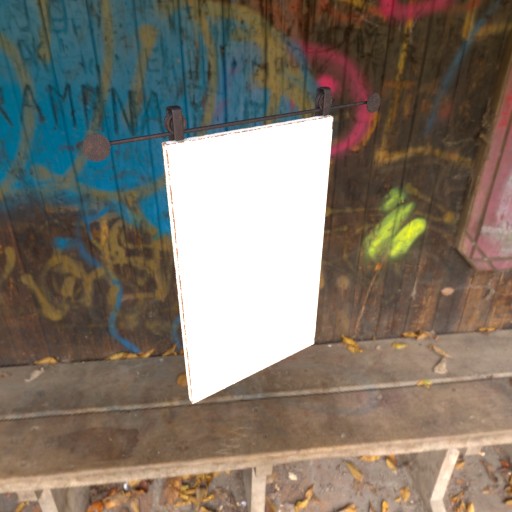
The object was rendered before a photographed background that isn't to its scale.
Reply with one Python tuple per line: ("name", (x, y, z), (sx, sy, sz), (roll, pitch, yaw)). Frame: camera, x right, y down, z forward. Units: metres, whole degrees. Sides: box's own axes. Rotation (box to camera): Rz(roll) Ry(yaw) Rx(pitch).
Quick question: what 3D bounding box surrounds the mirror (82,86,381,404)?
("mirror", (0.000, 0.000, 1.220), (0.808, 0.844, 0.037), (-19, 35, -29))
